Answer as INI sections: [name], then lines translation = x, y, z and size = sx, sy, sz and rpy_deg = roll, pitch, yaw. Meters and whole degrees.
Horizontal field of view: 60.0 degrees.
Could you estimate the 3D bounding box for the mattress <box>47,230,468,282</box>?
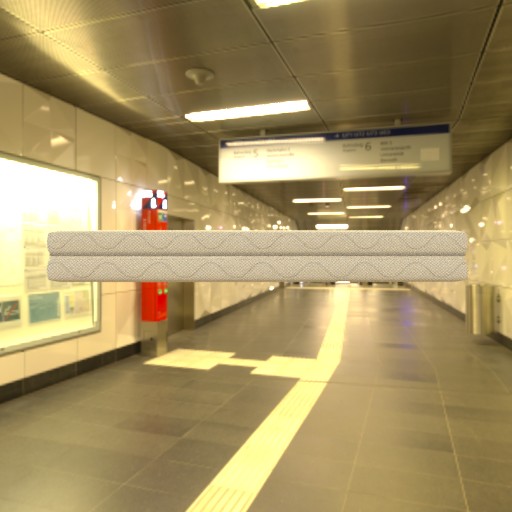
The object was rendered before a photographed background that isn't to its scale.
[mattress]
translation = 0.000, 0.000, 2.673
size = 1.600, 0.200, 2.000
rpy_deg = 0, 0, -1
